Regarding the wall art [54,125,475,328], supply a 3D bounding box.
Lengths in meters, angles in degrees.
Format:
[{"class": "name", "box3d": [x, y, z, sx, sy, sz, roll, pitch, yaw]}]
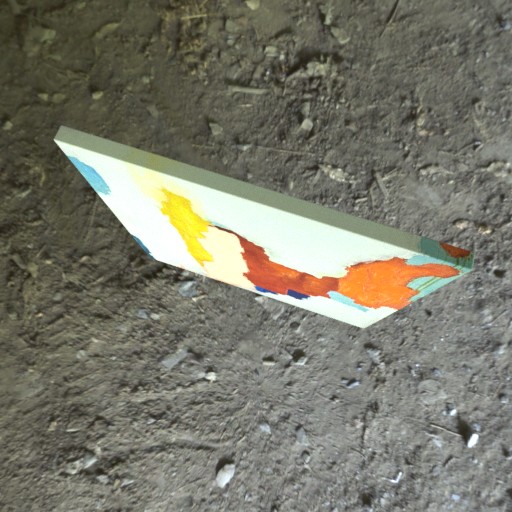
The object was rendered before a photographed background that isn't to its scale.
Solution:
[{"class": "wall art", "box3d": [0.000, 0.000, 1.512, 1.017, 1.017, 0.044, 18, 74, 5]}]
